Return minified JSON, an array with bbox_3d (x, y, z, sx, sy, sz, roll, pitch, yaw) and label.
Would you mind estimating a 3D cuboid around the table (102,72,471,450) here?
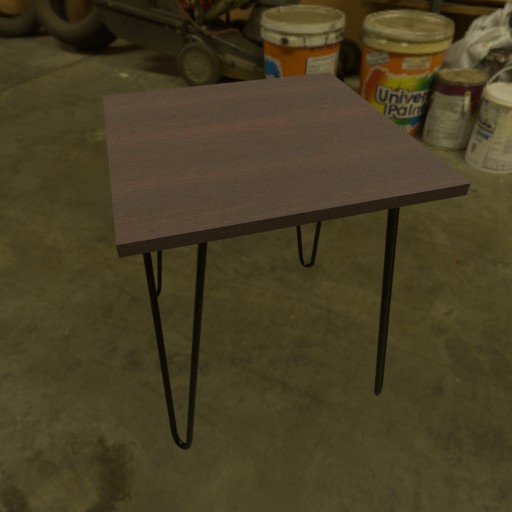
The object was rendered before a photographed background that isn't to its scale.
[{"bbox_3d":[0.000,0.000,0.942,0.495,0.559,0.495,-11,42,-13],"label":"table"}]
